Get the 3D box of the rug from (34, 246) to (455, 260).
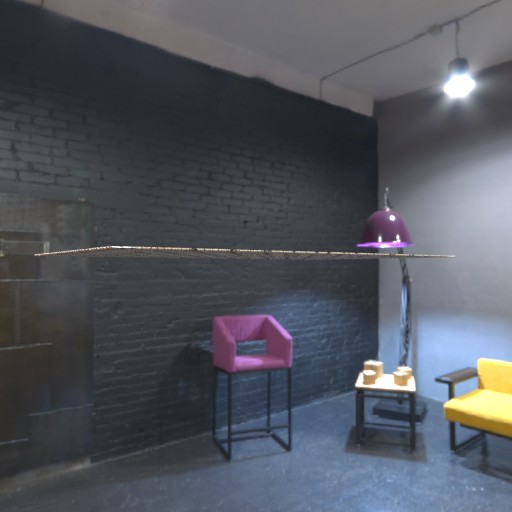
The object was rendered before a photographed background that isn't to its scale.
[{"bbox_3d":[0.000,0.000,2.436,2.006,0.008,1.196,1,-2,-37],"label":"rug"}]
